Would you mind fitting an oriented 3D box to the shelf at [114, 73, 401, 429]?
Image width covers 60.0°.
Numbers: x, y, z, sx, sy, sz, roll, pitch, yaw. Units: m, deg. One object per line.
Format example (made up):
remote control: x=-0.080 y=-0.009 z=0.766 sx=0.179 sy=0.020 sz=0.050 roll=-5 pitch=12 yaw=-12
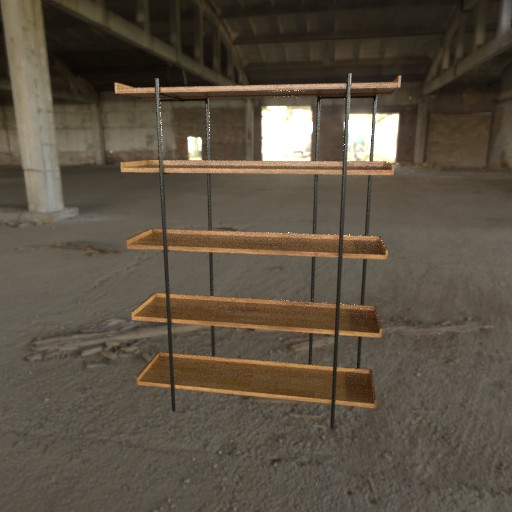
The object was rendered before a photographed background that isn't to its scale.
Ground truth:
shelf: x=0.000 y=0.000 z=2.470 sx=1.371 sy=1.826 sz=0.379 roll=2 pitch=14 yaw=10
